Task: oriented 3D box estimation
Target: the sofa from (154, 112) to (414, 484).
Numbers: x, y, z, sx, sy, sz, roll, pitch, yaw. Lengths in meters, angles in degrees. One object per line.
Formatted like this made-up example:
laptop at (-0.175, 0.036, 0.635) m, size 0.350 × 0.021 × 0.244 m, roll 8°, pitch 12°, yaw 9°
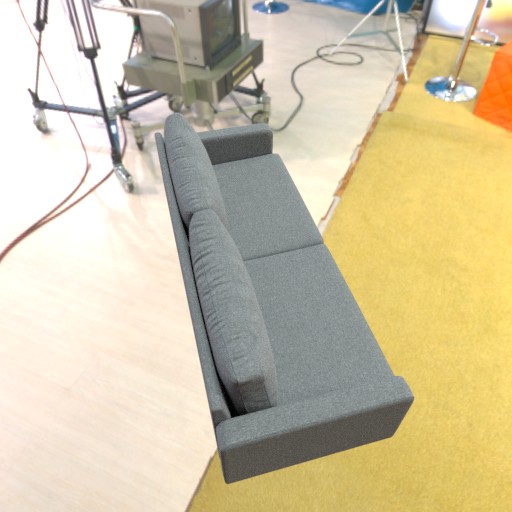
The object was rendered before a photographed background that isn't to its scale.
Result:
sofa at (0.000, 0.000, 2.611) m, size 0.880 × 0.880 × 2.200 m, roll -11°, pitch 48°, yaw -10°
